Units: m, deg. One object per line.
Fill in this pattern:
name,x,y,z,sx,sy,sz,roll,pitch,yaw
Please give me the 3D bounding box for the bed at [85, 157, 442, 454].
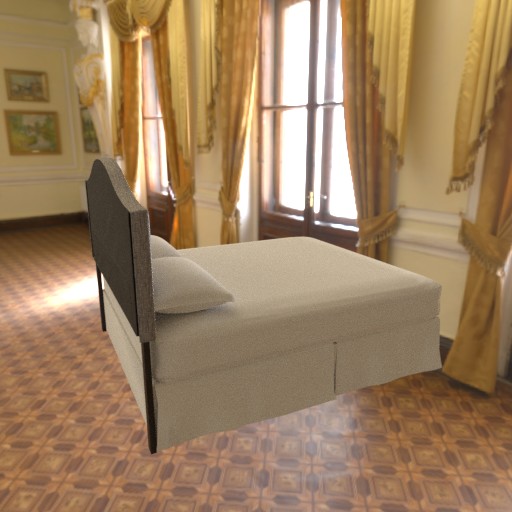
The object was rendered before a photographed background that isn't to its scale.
bed,0.000,0.000,2.915,1.870,1.295,1.610,-7,16,-26
